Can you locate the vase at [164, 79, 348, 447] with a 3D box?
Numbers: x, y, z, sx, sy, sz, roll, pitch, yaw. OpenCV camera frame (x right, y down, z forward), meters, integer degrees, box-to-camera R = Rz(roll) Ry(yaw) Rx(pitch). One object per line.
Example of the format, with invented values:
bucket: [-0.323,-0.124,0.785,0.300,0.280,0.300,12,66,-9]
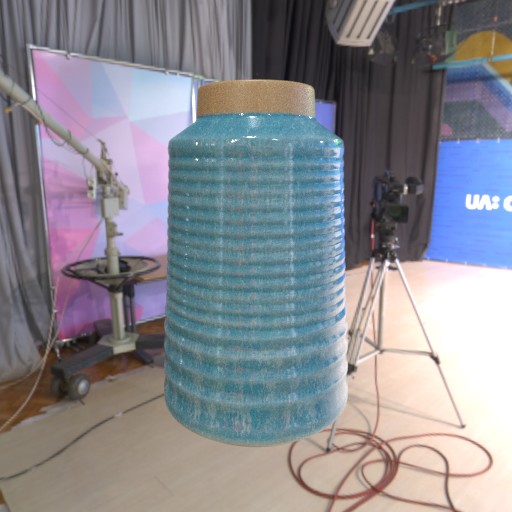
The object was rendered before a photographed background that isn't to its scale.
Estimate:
vase: [0.000,0.000,0.375,0.163,0.267,0.163,0,13,0]
